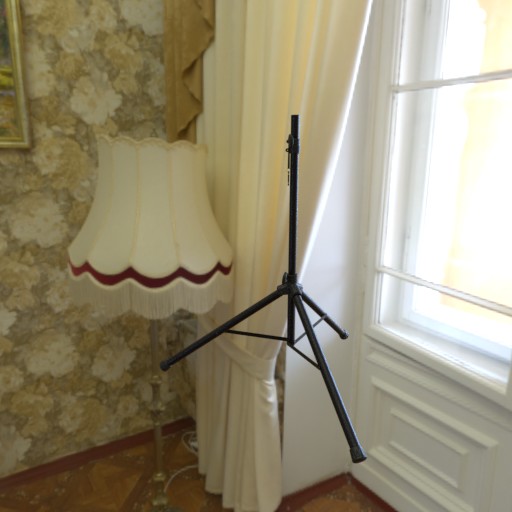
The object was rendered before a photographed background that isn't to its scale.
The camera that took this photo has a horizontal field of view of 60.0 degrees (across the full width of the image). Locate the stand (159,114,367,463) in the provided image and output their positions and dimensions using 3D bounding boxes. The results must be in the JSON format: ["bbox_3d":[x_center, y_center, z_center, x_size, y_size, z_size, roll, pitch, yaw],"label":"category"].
[{"bbox_3d":[0.000,0.000,1.874,0.907,1.136,1.045,2,14,9],"label":"stand"}]
